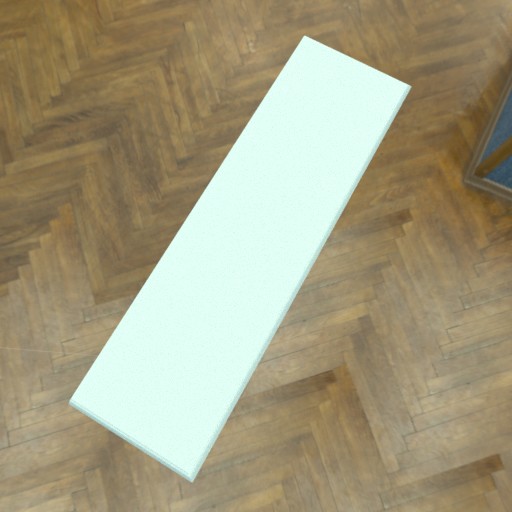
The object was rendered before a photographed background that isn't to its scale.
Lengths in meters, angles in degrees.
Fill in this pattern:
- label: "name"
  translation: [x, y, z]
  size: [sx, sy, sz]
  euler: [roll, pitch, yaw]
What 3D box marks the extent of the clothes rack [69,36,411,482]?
- label: "clothes rack"
  translation: [0.000, 0.000, 1.335]
  size: [0.324, 0.531, 1.120]
  euler: [29, 78, 7]
